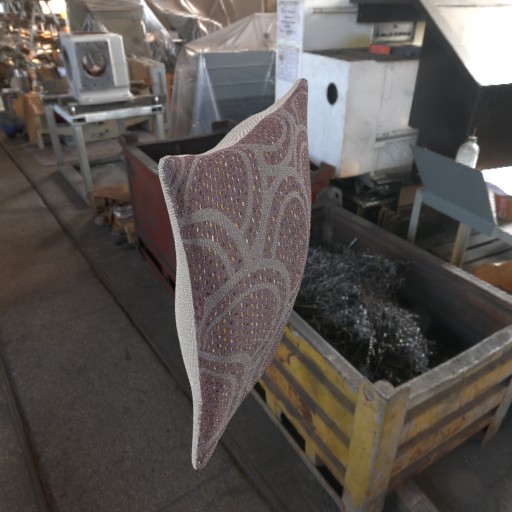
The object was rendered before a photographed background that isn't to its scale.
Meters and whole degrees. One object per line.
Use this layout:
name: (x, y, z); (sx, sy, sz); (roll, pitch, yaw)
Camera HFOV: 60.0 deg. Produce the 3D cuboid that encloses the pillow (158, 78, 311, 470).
pillow: (0.000, 0.000, 0.778); (0.163, 0.513, 0.514); (11, 33, 18)
